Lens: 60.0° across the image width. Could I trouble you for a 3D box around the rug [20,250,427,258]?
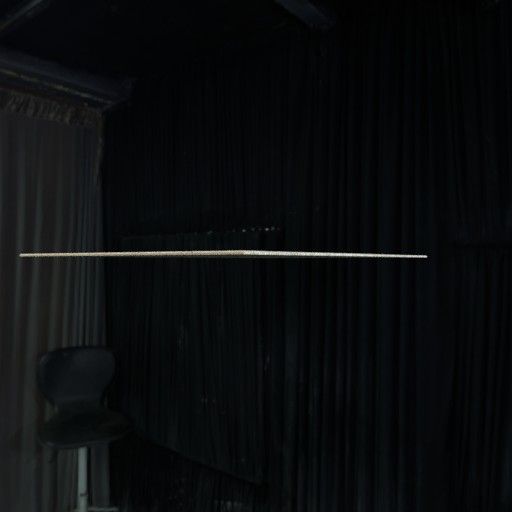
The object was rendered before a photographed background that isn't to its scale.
[{"bbox_3d":[0.000,0.000,2.311,1.240,0.010,1.824,0,-1,36],"label":"rug"}]
